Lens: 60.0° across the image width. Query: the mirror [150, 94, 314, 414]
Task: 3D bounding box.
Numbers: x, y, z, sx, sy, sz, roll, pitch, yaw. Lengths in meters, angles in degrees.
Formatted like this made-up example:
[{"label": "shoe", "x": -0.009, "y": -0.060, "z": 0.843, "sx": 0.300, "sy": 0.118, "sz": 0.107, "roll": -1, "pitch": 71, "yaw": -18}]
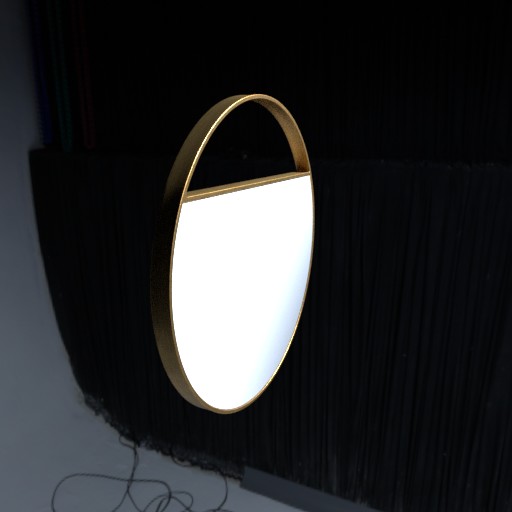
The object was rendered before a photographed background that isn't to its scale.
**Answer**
[{"label": "mirror", "x": 0.000, "y": 0.000, "z": 0.826, "sx": 0.032, "sy": 0.565, "sz": 0.565, "roll": 7, "pitch": 17, "yaw": 25}]
